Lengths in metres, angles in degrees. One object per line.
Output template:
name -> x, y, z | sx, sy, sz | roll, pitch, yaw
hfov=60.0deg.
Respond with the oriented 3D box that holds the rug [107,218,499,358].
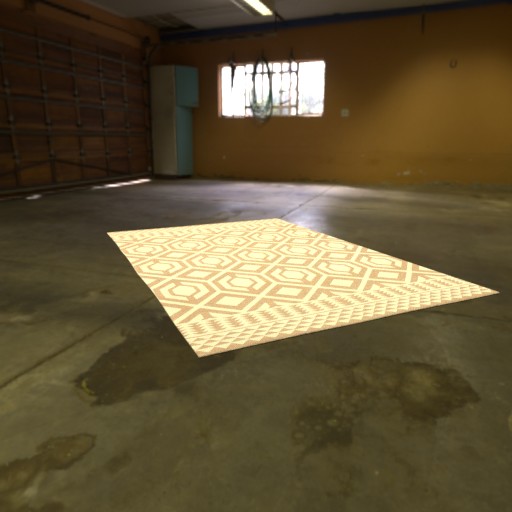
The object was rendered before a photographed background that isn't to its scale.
rug -> 0.000, 0.000, 2.263 | 1.219, 0.008, 1.829 | -7, 16, -25
